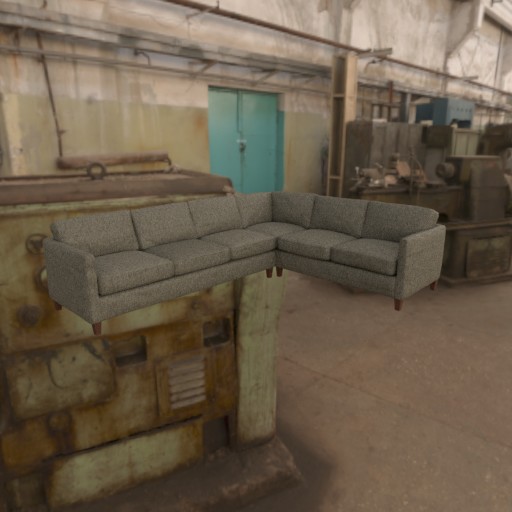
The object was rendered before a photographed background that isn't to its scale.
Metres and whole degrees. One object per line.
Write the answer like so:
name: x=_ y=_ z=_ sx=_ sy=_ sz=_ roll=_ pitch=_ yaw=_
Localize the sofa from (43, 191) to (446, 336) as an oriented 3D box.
sofa: x=0.000 y=0.000 z=4.541 sx=2.593 sy=0.947 sz=3.302 roll=14 pitch=21 yaw=42
